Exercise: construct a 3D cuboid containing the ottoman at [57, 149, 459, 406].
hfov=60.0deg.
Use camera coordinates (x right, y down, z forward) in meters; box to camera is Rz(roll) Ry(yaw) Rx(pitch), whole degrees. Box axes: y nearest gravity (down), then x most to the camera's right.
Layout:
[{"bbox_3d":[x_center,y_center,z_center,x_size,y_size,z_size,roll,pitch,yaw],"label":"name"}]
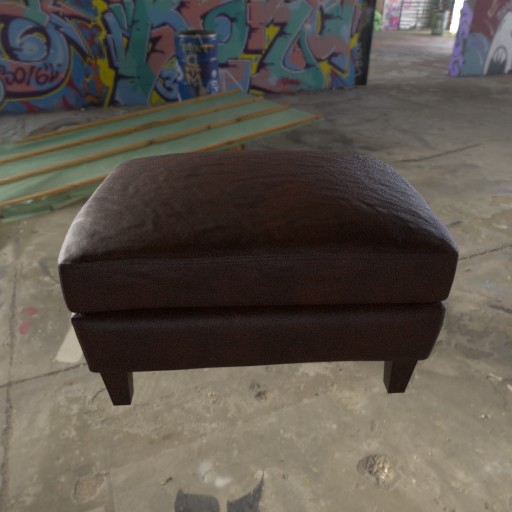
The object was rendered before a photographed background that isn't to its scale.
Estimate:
[{"bbox_3d":[0.000,0.000,1.267,0.887,0.527,0.659,-2,31,-3],"label":"ottoman"}]
